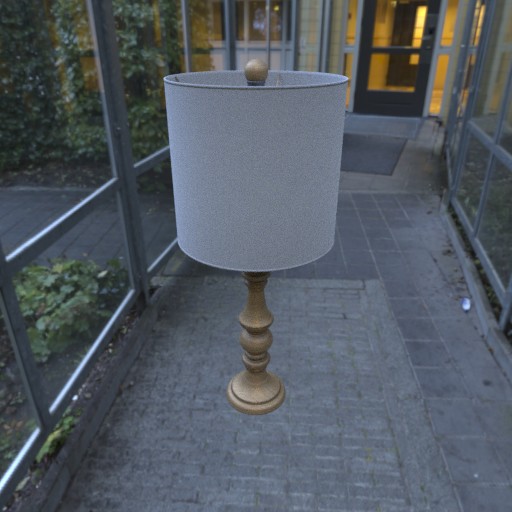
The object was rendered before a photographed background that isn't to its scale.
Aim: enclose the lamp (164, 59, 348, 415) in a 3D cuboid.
[{"bbox_3d":[0.000,0.000,0.734,0.250,0.597,0.250,8,28,16],"label":"lamp"}]
